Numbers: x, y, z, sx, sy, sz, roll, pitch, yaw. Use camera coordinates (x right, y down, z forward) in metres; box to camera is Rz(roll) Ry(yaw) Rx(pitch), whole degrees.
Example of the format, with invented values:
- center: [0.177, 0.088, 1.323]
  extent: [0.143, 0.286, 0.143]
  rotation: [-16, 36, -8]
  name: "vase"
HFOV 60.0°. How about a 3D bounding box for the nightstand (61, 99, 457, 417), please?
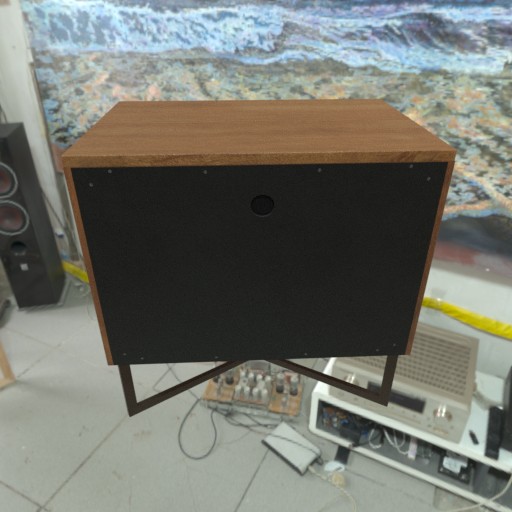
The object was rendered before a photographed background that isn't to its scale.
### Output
- center: [0.000, 0.000, 1.021]
  extent: [0.613, 0.615, 0.427]
  rotation: [-1, 30, -2]
  name: "nightstand"
